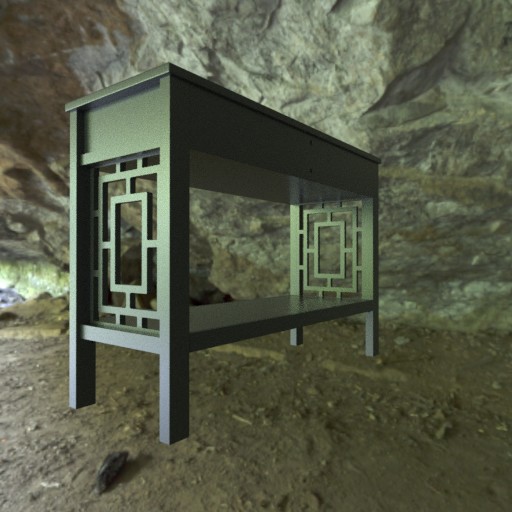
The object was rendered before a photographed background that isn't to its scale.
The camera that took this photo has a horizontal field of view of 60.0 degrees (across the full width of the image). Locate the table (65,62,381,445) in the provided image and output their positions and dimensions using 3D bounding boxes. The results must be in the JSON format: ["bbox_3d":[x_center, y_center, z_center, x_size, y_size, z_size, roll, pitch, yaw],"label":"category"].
[{"bbox_3d":[0.000,0.000,1.407,0.397,0.753,1.068,0,0,38],"label":"table"}]
